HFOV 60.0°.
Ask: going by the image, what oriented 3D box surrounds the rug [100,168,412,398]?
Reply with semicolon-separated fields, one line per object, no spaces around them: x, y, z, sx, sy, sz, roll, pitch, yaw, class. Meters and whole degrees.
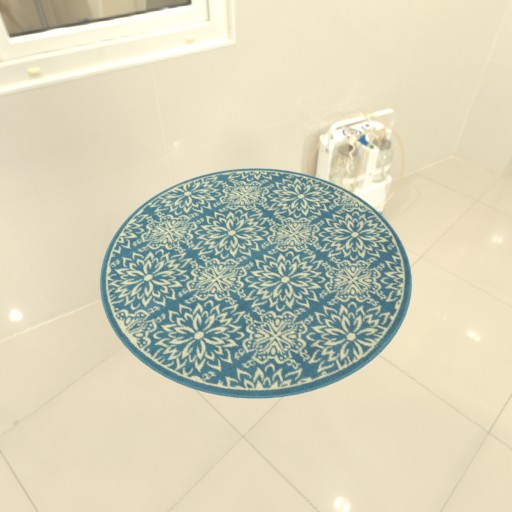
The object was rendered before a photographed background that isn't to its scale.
0.000;0.000;2.331;1.593;0.012;1.593;0;46;0;rug
